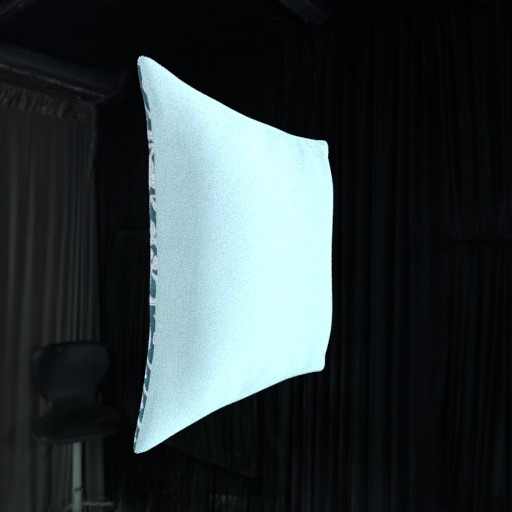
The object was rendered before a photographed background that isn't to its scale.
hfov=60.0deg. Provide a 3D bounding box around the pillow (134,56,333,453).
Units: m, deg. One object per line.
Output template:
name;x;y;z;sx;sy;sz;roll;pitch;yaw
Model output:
pillow;0.000;0.000;0.776;0.166;0.508;0.525;0;0;35
